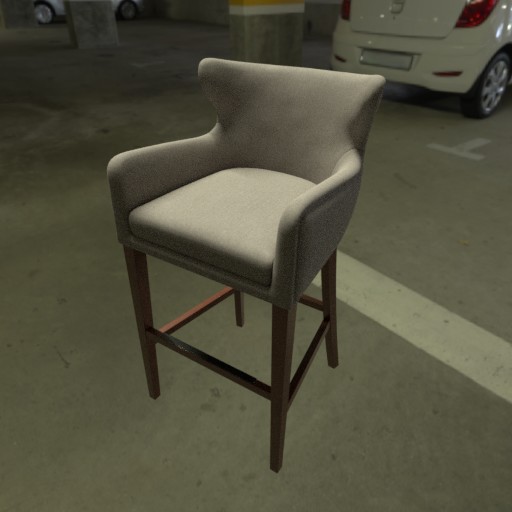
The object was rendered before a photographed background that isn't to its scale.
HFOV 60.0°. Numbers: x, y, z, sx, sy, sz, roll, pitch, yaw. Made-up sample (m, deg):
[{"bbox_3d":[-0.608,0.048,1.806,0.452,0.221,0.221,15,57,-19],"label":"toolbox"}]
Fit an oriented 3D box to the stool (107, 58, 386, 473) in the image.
[{"bbox_3d":[0.000,0.000,1.359,0.575,1.047,0.575,19,37,28],"label":"stool"}]
